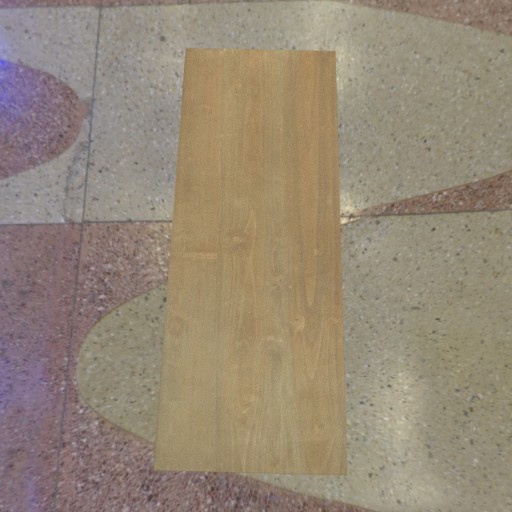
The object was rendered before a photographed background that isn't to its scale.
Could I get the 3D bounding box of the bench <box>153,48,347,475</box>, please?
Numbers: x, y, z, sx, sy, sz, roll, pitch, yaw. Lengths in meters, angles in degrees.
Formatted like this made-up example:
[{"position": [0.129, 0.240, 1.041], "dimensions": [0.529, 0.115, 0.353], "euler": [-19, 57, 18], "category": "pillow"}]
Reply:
[{"position": [0.000, 0.000, 1.420], "dimensions": [0.458, 0.458, 1.183], "euler": [1, 75, 0], "category": "bench"}]
